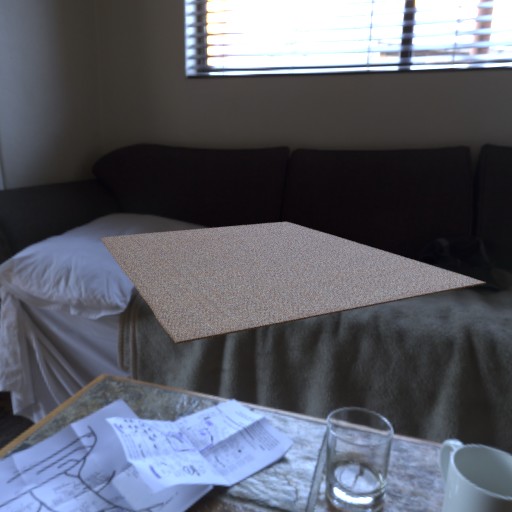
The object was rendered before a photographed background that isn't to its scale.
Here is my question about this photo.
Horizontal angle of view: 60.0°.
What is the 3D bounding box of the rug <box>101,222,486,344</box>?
[{"bbox_3d":[0.000,0.000,4.178,2.439,0.013,3.048,-7,16,-25],"label":"rug"}]
